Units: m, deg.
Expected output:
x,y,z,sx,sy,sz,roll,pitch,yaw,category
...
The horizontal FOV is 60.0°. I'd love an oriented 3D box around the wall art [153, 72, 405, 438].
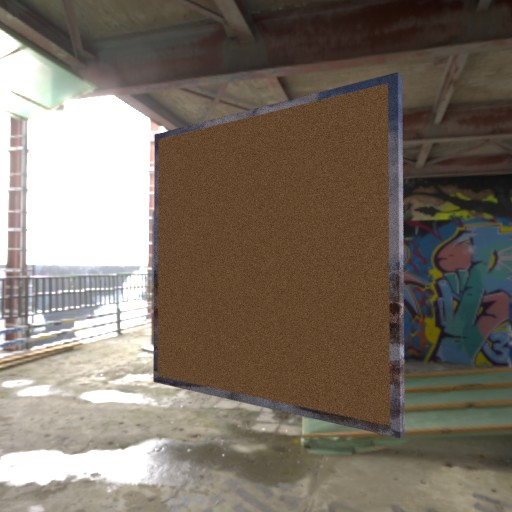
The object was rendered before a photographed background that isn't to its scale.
x,y,z,sx,sy,sz,roll,pitch,yaw,category
0.000,0.000,1.356,0.888,0.897,0.035,-1,-1,36,wall art
